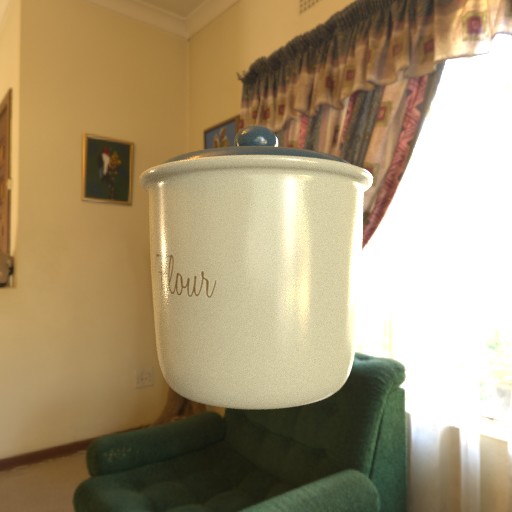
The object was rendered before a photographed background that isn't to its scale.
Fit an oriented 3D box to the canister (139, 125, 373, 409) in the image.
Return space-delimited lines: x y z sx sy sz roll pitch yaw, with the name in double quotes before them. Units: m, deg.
"canister" 0.000 0.000 0.355 0.182 0.208 0.182 0 -1 0
